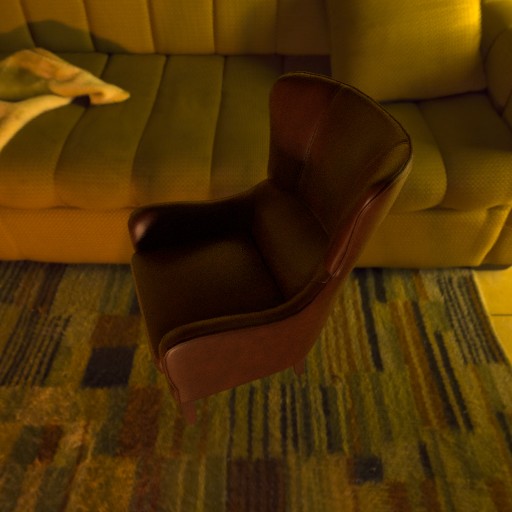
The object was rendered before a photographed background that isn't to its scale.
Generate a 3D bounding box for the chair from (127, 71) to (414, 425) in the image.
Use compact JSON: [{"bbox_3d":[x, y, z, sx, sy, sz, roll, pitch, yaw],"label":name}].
[{"bbox_3d":[0.000,0.000,1.663,0.914,1.048,0.692,-15,48,-14],"label":"chair"}]
